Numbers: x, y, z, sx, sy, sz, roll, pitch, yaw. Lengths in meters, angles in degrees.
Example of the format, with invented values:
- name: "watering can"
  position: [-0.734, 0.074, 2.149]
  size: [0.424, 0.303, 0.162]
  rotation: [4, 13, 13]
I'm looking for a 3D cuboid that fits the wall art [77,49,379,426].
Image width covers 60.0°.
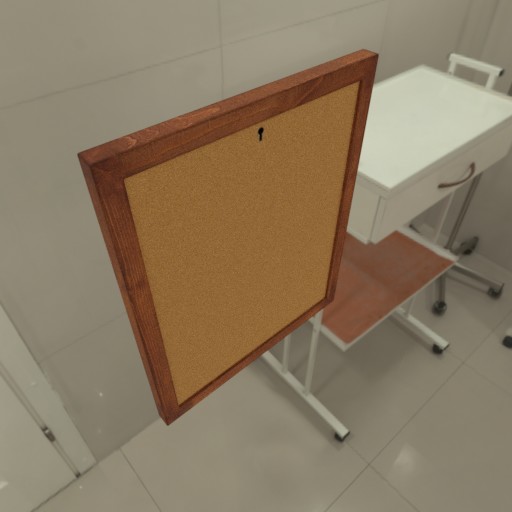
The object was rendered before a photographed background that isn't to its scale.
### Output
- name: "wall art"
  position: [0.000, 0.000, 0.746]
  size: [0.462, 0.558, 0.030]
  rotation: [-31, 52, -29]
